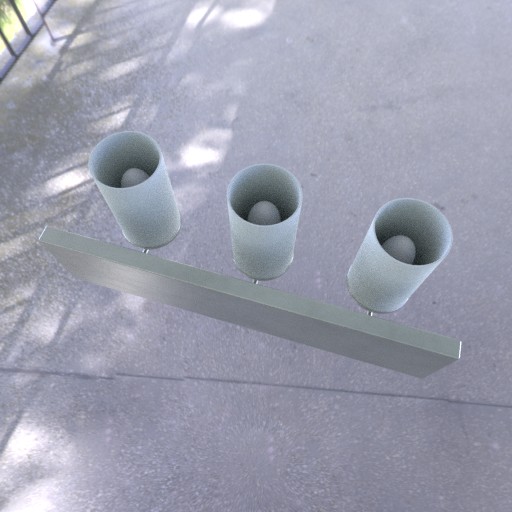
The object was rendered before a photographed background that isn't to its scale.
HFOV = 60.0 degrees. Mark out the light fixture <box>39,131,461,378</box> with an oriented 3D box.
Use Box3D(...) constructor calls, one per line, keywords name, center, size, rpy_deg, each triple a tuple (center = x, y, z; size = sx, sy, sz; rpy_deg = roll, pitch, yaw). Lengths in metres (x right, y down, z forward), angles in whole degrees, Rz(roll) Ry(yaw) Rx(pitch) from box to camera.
Box3D(name="light fixture", center=(0.000, 0.000, 0.527), size=(0.451, 0.172, 0.145), rpy_deg=(15, 65, 7))
